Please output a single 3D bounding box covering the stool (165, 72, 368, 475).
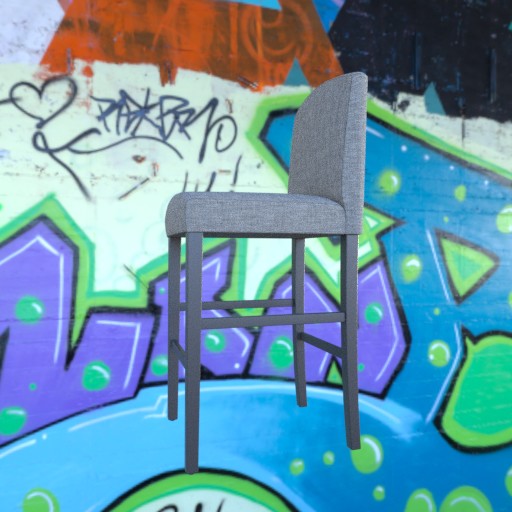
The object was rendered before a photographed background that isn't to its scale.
[{"bbox_3d":[0.000,0.000,1.417,0.552,1.138,0.451,0,0,-18],"label":"stool"}]
